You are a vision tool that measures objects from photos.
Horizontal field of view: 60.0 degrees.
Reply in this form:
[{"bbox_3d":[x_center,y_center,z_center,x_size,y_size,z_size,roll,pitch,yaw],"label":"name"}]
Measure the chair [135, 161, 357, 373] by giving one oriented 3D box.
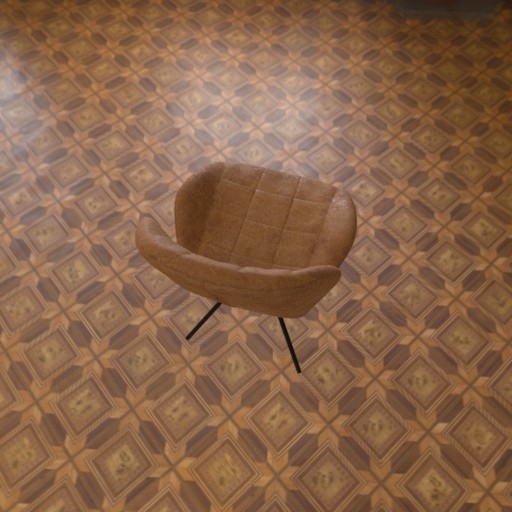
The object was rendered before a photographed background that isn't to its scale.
[{"bbox_3d":[0.000,0.000,1.324,0.527,0.929,0.640,15,62,8],"label":"chair"}]
